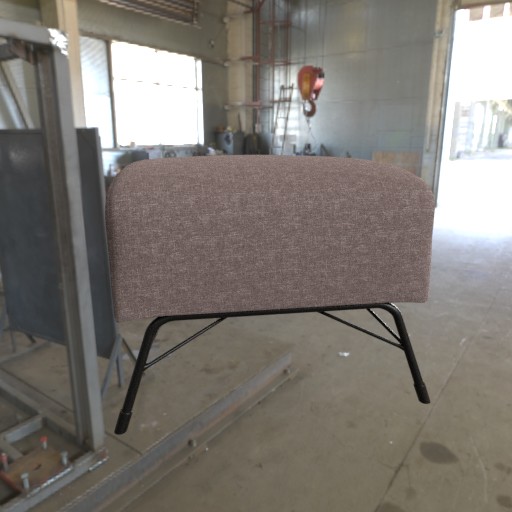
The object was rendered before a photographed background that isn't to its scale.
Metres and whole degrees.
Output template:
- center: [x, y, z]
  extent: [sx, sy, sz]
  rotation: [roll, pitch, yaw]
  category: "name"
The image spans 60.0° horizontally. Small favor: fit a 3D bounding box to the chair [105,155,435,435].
- center: [0.000, 0.000, 0.923]
  extent: [0.530, 0.410, 0.530]
  rotation: [-2, 15, -9]
  category: "chair"
